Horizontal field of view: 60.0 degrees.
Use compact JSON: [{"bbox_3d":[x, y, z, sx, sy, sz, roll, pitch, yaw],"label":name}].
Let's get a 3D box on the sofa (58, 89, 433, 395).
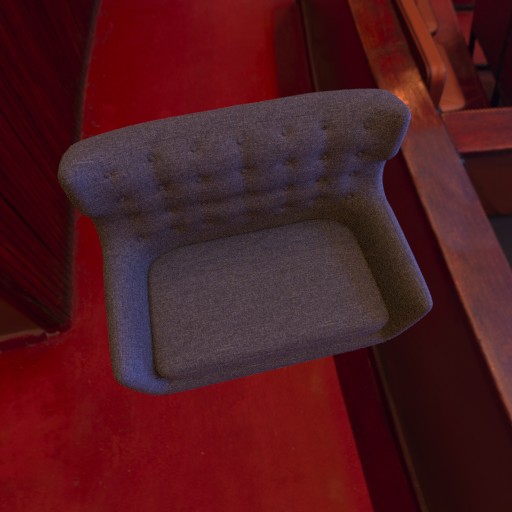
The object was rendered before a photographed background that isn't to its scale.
[{"bbox_3d":[0.000,0.000,1.980,1.358,1.028,0.874,-12,63,-6],"label":"sofa"}]
